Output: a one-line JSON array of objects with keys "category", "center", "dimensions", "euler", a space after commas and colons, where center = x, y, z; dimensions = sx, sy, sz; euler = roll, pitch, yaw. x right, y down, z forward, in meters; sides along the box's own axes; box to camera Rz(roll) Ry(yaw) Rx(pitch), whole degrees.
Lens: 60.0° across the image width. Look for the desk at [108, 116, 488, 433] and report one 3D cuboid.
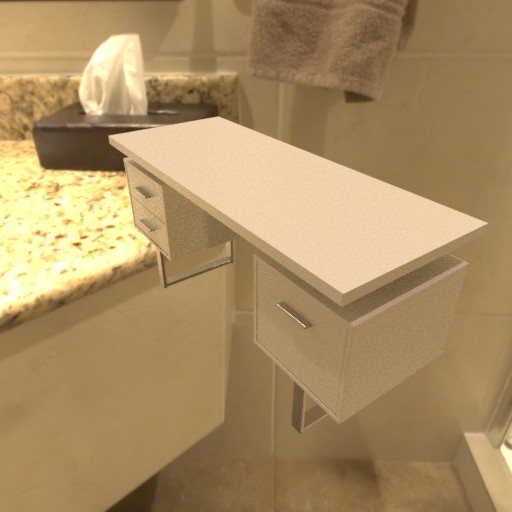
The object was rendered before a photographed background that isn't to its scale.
[{"category": "desk", "center": [0.000, 0.000, 1.895], "dimensions": [0.603, 0.773, 1.530], "euler": [-21, 37, -30]}]
